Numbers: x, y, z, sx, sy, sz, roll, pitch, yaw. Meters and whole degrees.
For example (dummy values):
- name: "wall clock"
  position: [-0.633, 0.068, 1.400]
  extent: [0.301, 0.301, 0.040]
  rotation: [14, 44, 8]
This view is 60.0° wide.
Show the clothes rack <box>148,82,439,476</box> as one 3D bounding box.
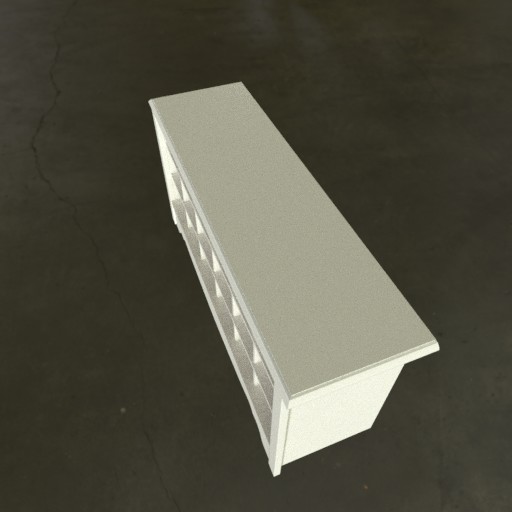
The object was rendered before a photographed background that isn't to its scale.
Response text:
- name: "clothes rack"
  position: [0.000, 0.000, 1.355]
  extent: [0.324, 0.531, 1.120]
  rotation: [-17, 51, -14]
